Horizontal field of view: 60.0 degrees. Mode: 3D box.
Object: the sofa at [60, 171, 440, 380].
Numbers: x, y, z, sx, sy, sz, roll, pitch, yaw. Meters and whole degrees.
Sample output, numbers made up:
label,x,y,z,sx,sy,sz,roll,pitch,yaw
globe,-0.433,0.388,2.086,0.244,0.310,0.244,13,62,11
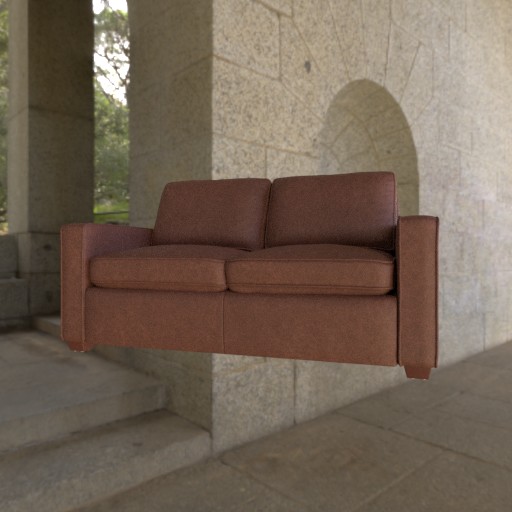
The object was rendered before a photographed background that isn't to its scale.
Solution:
label,x,y,z,sx,sy,sz,roll,pitch,yaw
sofa,0.000,0.000,2.297,1.709,0.918,0.947,0,1,18
